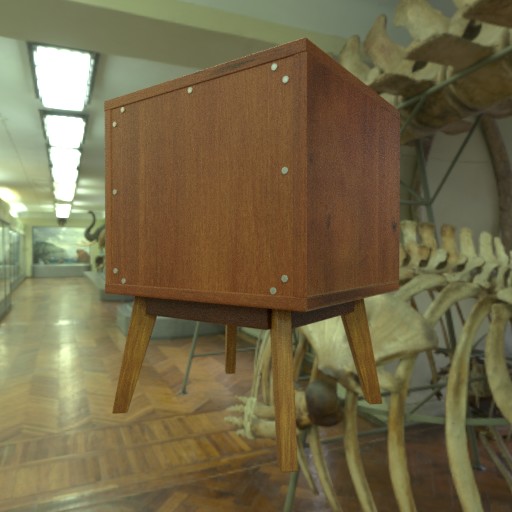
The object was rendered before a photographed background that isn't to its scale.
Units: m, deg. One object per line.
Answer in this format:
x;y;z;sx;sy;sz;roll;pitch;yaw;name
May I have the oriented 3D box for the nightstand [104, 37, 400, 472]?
0.000;0.000;0.916;0.460;0.618;0.411;1;1;36;nightstand
